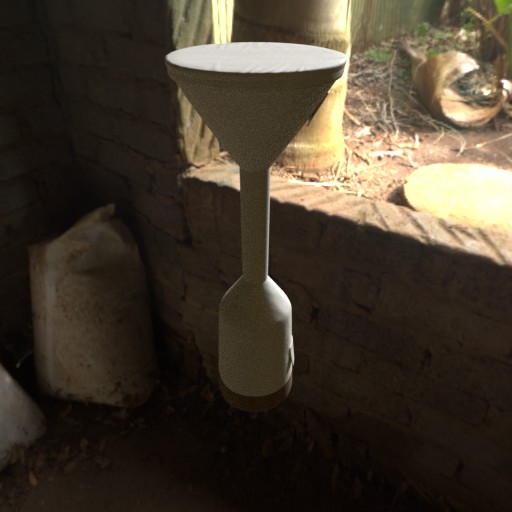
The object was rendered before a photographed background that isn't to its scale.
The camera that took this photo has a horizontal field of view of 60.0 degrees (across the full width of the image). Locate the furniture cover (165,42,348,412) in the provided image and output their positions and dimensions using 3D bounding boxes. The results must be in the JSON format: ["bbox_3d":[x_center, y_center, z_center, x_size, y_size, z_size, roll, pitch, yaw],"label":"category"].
[{"bbox_3d":[0.000,0.000,2.882,0.914,2.413,0.914,-1,33,-1],"label":"furniture cover"}]
